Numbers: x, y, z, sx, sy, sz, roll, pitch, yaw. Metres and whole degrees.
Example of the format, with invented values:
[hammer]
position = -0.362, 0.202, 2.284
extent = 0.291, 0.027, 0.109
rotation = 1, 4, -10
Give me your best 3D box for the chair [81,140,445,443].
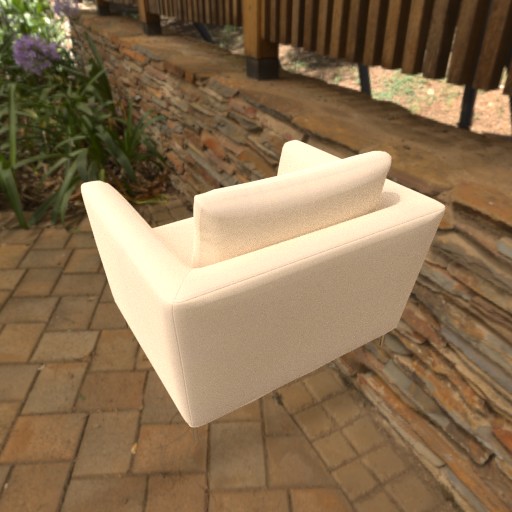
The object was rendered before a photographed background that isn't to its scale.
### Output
[chair]
position = 0.000, 0.000, 1.726
extent = 1.041, 0.865, 0.889
rotation = -18, 36, -27
